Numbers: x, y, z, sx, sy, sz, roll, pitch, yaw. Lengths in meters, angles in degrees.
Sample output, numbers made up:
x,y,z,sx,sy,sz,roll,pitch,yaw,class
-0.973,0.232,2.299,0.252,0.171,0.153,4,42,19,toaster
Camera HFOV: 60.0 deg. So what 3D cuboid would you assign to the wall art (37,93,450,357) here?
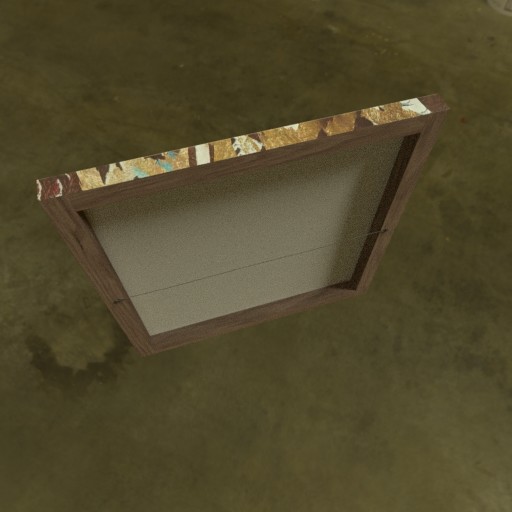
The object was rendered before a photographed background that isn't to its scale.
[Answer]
x,y,z,sx,sy,sz,roll,pitch,yaw,class
0.000,0.000,0.896,0.609,0.613,0.041,-15,59,-9,wall art
